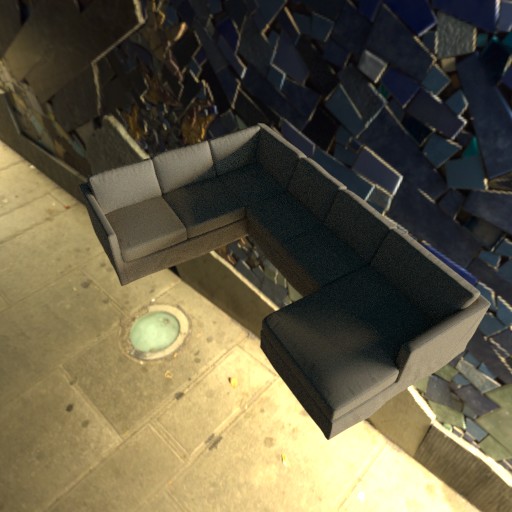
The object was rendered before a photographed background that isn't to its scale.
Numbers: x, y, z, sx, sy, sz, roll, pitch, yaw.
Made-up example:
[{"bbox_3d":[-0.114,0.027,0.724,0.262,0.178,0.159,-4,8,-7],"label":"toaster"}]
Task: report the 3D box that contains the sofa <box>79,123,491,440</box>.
[{"bbox_3d":[0.000,0.000,4.369,2.427,0.882,3.460,-23,49,-22],"label":"sofa"}]
